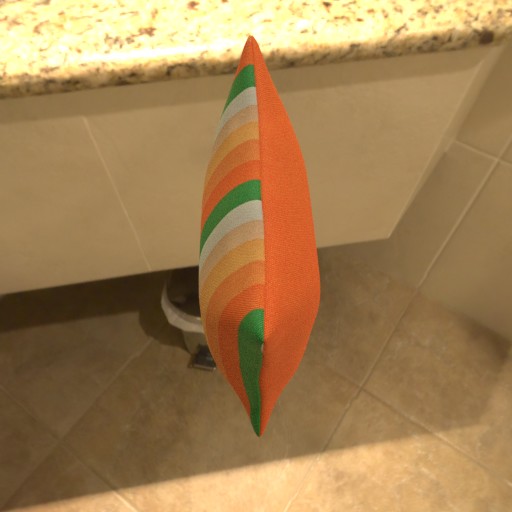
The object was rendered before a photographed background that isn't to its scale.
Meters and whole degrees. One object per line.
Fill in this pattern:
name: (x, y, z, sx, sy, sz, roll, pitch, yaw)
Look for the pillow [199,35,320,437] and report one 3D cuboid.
pillow: (0.000, 0.000, 0.682, 0.169, 0.444, 0.453, -1, 58, -1)
